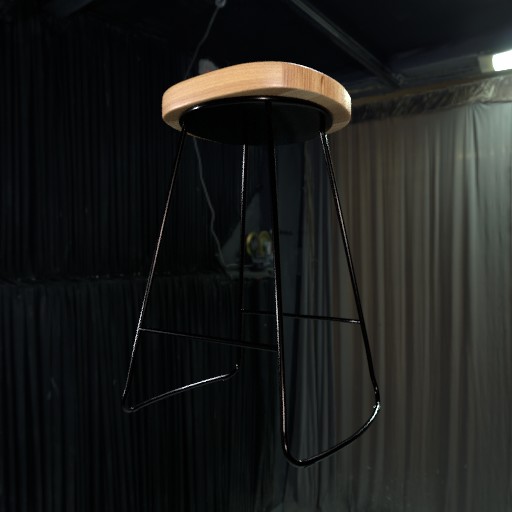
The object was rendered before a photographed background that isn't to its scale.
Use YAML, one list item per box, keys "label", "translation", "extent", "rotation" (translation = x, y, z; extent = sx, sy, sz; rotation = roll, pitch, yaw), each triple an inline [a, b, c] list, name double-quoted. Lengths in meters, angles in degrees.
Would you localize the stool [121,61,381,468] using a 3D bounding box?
- label: "stool"
  translation: [0.000, 0.000, 0.966]
  extent: [0.480, 0.679, 0.401]
  rotation: [0, 0, 36]
